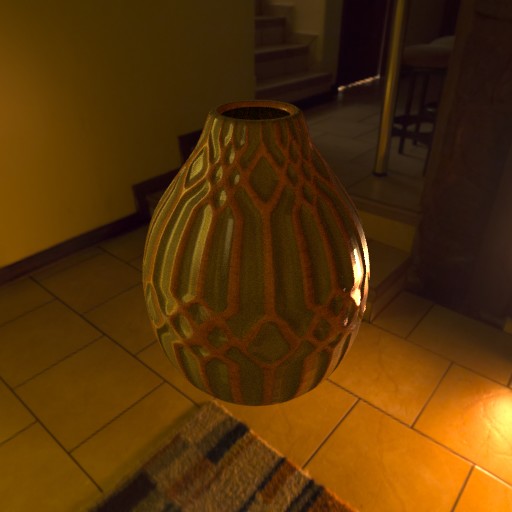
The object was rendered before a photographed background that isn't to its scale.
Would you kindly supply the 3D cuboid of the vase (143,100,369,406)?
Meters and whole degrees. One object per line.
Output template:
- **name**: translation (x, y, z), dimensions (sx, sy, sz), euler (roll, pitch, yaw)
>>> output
- **vase**: translation (0.000, 0.000, 0.136), dimensions (0.069, 0.088, 0.069), euler (0, 31, 0)
